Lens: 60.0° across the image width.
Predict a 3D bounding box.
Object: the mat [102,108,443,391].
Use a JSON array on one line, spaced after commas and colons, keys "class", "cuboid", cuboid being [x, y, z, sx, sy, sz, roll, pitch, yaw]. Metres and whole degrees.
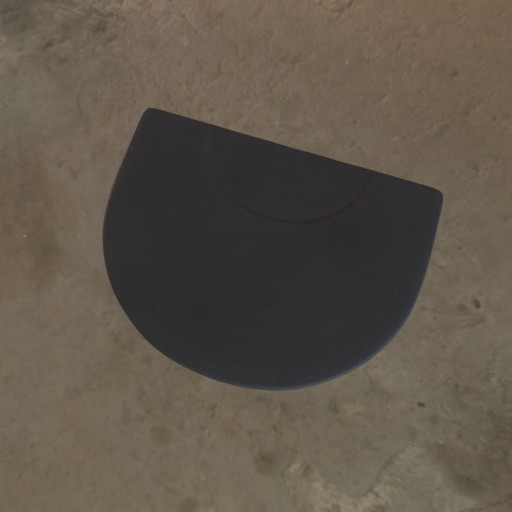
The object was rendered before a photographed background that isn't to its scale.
[{"class": "mat", "cuboid": [0.000, 0.000, 1.619, 1.220, 0.016, 0.917, 17, 77, 4]}]
